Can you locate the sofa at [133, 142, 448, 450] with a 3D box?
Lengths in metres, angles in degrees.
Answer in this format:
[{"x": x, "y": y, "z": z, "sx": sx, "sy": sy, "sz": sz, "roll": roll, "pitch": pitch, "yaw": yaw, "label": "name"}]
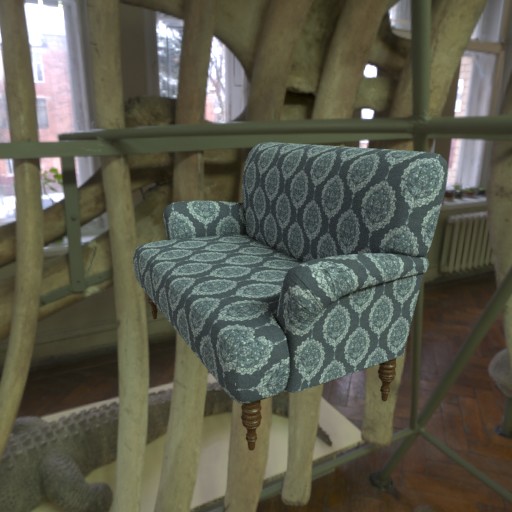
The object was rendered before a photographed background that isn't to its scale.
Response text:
[{"x": 0.000, "y": 0.000, "z": 1.826, "sx": 0.779, "sy": 0.867, "sz": 1.297, "roll": -8, "pitch": 18, "yaw": -27, "label": "sofa"}]
